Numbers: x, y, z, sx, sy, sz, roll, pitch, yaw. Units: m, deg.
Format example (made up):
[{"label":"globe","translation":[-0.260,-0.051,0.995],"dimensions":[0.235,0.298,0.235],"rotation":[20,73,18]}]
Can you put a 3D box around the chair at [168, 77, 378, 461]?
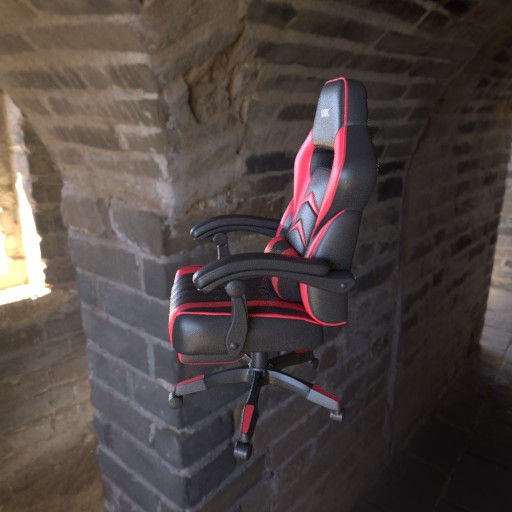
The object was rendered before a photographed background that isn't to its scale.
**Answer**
[{"label":"chair","translation":[0.000,0.000,1.629],"dimensions":[0.700,1.220,0.700],"rotation":[-3,17,-8]}]
